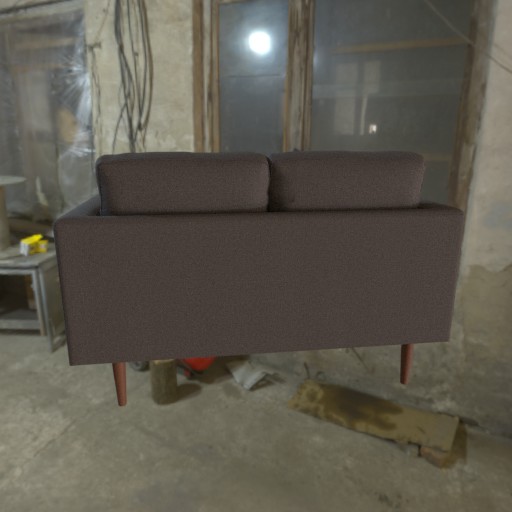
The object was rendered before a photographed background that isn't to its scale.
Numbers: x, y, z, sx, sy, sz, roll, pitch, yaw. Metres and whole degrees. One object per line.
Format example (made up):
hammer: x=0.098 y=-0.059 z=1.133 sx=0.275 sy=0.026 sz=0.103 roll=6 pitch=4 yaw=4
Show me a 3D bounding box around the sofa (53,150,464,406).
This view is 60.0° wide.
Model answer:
sofa: x=0.000 y=0.000 z=1.934 sx=1.430 sy=0.908 sz=0.796 roll=-2 pitch=15 yaw=-7
